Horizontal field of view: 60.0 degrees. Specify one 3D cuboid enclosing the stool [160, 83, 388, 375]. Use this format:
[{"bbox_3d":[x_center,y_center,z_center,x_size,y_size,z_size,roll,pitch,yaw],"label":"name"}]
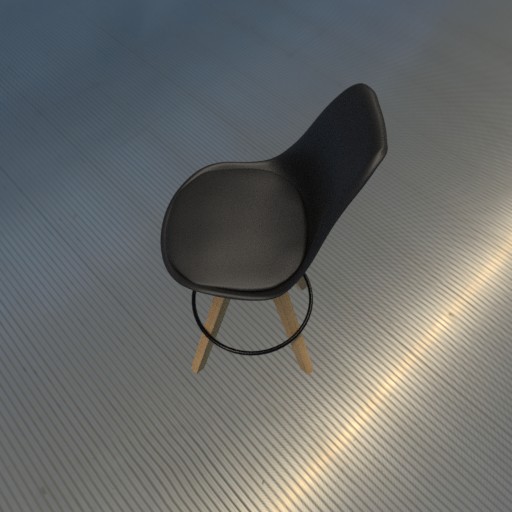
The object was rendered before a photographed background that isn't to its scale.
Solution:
[{"bbox_3d":[0.000,0.000,1.410,0.550,1.115,0.485,0,58,0],"label":"stool"}]
